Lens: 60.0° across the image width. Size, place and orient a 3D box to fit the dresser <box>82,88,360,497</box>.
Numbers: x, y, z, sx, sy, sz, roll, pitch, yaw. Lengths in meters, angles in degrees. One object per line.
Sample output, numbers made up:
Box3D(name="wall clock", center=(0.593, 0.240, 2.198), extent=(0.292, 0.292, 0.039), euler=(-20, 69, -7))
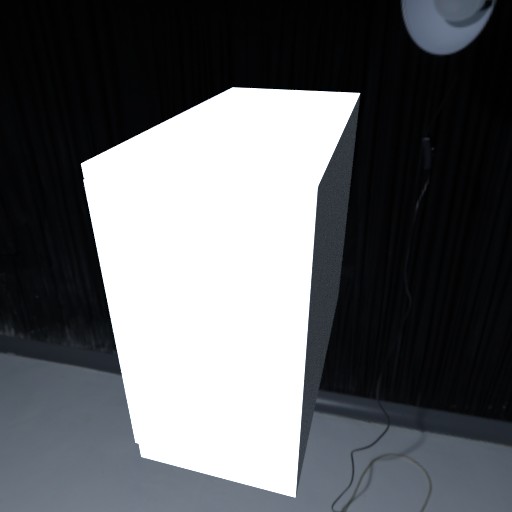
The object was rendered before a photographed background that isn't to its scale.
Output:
Box3D(name="dresser", center=(0.000, 0.000, 1.217), extent=(0.420, 0.740, 0.830), euler=(8, 30, 14))
